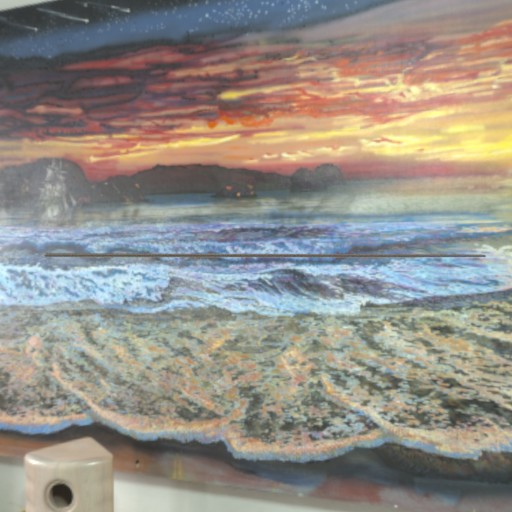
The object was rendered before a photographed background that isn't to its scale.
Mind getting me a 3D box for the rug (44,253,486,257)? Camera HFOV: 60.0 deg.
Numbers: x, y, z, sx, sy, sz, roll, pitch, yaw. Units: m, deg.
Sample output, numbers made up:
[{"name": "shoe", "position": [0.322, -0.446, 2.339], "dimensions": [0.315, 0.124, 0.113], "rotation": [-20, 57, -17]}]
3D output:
[{"name": "rug", "position": [0.000, 0.000, 2.098], "dimensions": [1.677, 0.011, 1.066], "rotation": [0, 0, -17]}]
